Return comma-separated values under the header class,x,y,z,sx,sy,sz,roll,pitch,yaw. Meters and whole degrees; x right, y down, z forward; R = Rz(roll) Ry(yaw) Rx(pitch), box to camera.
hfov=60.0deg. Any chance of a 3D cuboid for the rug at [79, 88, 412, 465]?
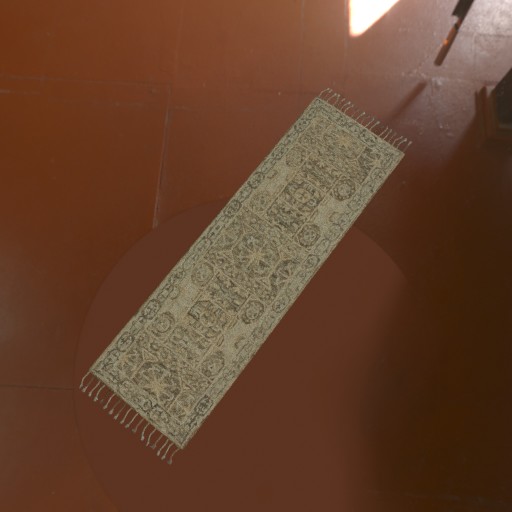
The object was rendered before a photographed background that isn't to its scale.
class,x,y,z,sx,sy,sz,roll,pitch,yaw
rug,0.000,0.000,2.935,0.762,0.011,2.664,37,79,8
